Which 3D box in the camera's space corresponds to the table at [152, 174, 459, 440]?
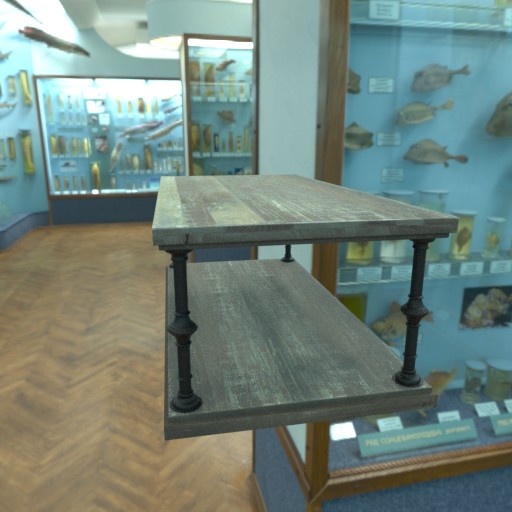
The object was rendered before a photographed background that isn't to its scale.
[{"bbox_3d":[0.000,0.000,1.335,0.554,0.399,1.088,-3,15,-11],"label":"table"}]
